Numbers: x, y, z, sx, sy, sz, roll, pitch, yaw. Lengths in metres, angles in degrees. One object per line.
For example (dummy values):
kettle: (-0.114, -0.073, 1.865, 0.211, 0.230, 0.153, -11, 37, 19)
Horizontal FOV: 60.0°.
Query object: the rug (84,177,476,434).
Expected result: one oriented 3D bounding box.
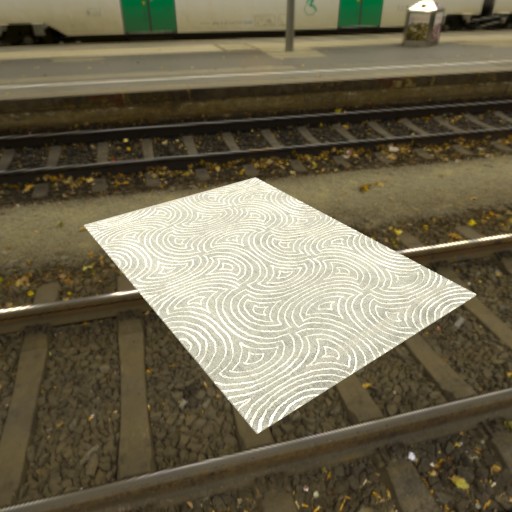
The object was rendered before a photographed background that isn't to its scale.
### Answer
rug: (0.000, 0.000, 2.874, 1.543, 0.015, 2.144, -21, 38, -30)
